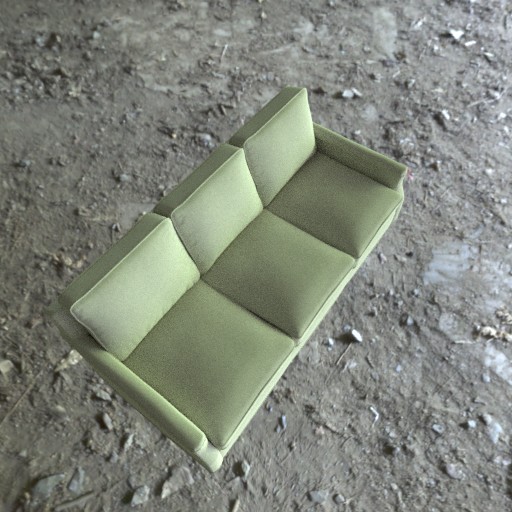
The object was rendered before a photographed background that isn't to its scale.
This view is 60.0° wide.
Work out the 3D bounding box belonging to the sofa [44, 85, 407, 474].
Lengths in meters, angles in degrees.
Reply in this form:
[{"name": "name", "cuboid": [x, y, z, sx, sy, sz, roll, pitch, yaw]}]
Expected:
[{"name": "sofa", "cuboid": [0.000, 0.000, 2.802, 1.084, 1.003, 2.246, 32, 63, 18]}]
